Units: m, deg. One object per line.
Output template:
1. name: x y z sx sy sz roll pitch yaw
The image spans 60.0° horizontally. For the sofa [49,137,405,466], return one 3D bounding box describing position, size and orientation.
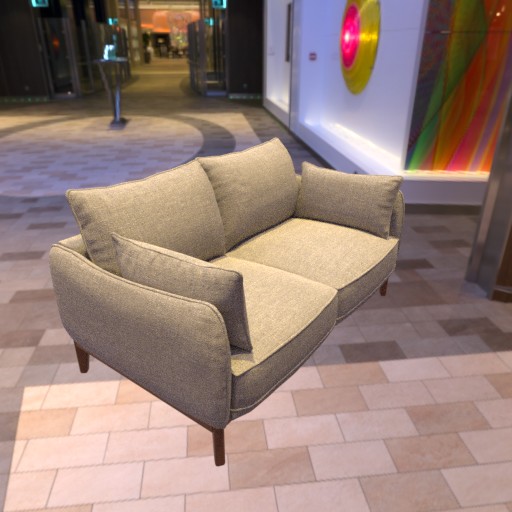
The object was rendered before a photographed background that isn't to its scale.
1. sofa: 0.000 0.000 2.125 0.972 0.851 1.580 18 31 33
